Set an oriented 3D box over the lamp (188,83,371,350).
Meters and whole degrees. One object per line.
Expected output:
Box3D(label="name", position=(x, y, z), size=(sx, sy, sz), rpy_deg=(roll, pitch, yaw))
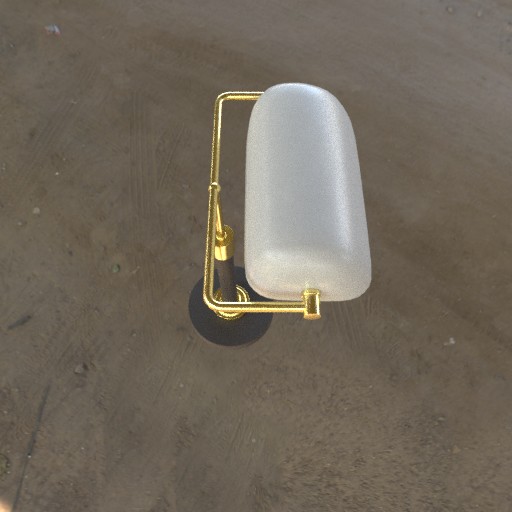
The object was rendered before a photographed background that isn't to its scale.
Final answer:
Box3D(label="lamp", position=(0.000, 0.000, 0.578), size=(0.227, 0.404, 0.269), rpy_deg=(0, 63, 0))
